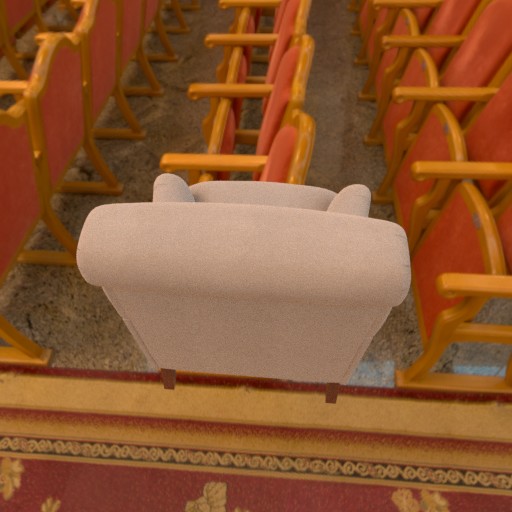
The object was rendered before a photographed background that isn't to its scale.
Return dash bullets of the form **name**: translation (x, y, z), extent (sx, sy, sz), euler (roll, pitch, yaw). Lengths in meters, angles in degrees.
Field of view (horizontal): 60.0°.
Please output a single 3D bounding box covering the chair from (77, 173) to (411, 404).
- **chair**: translation (0.000, 0.000, 1.515), extent (0.766, 0.942, 0.842), euler (4, 49, 3)
